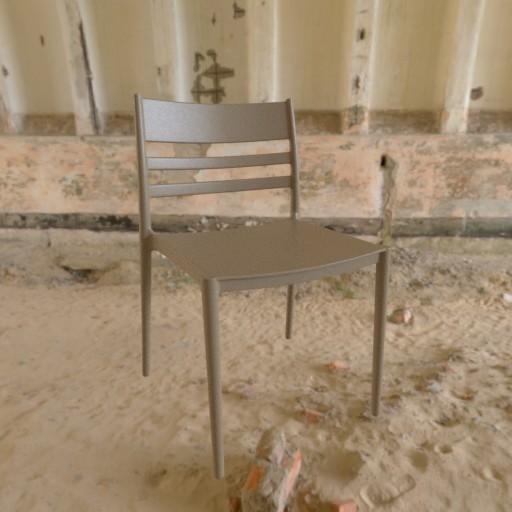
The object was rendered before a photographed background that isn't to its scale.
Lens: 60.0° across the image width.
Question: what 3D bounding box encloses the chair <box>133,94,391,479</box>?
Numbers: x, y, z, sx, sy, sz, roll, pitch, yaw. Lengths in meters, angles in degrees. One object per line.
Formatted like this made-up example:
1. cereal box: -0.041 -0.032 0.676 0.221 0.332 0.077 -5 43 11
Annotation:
1. chair: 0.000 0.000 1.149 0.531 0.800 0.511 -9 19 -27
